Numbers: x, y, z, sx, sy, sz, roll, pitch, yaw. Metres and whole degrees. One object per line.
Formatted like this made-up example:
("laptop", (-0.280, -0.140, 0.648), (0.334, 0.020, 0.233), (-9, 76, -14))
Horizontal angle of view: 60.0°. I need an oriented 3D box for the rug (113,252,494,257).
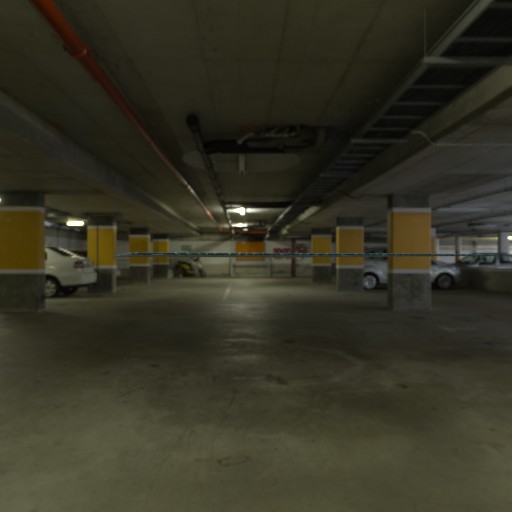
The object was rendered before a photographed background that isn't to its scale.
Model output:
("rug", (0.000, 0.000, 4.104), (2.432, 0.012, 3.033), (0, 0, -20))
